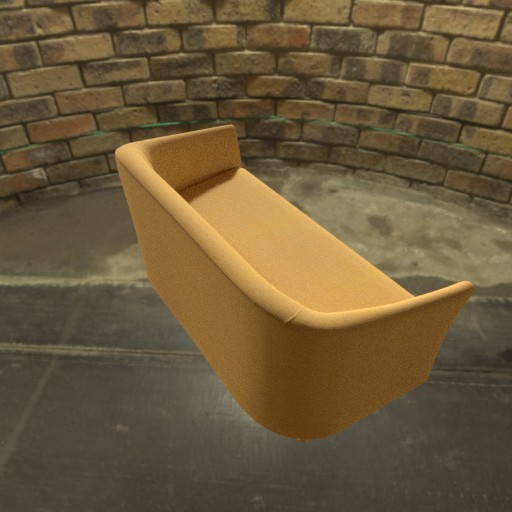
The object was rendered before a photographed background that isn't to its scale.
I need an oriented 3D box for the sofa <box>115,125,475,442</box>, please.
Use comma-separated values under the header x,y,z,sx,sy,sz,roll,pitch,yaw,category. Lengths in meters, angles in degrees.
x,y,z,sx,sy,sz,roll,pitch,yaw,category
0.000,0.000,1.838,0.705,0.721,1.452,-24,46,-25,sofa
